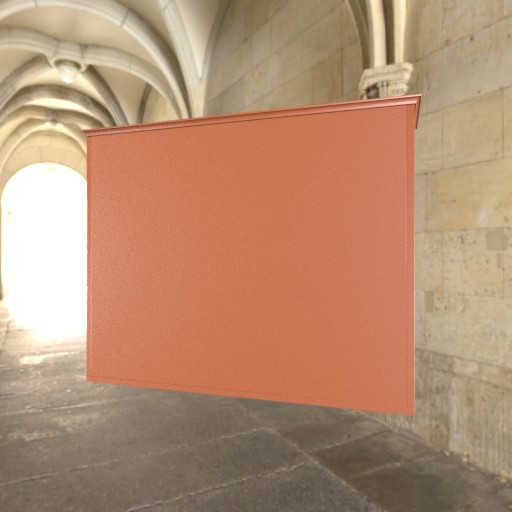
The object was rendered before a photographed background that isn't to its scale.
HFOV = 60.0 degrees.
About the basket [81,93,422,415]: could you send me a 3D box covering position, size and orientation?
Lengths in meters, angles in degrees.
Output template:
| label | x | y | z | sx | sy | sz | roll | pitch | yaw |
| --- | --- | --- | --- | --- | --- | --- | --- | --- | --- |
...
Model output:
| label | x | y | z | sx | sy | sz | roll | pitch | yaw |
| --- | --- | --- | --- | --- | --- | --- | --- | --- | --- |
| basket | 0.000 | 0.000 | 1.154 | 0.792 | 0.625 | 0.376 | 0 | 0 | 18 |
